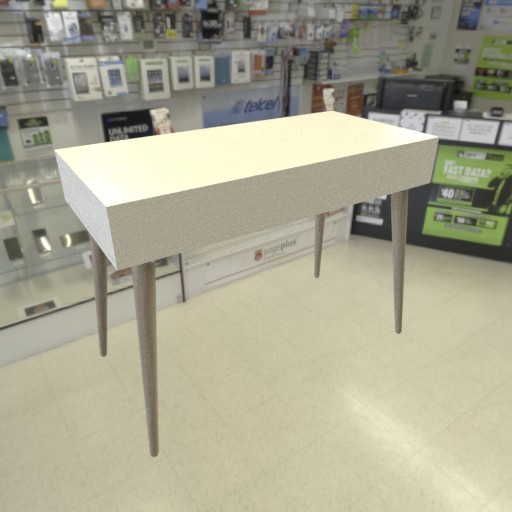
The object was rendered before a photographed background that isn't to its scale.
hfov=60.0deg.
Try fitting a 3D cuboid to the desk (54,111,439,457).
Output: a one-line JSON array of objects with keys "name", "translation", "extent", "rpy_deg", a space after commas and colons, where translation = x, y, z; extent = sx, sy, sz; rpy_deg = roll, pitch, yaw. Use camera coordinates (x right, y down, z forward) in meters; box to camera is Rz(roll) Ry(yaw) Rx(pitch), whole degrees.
[{"name": "desk", "translation": [0.000, 0.000, 1.417], "extent": [0.979, 0.723, 0.491], "rpy_deg": [-17, 33, -28]}]
